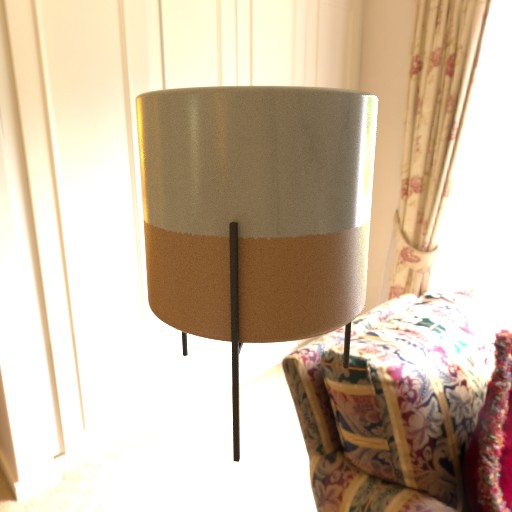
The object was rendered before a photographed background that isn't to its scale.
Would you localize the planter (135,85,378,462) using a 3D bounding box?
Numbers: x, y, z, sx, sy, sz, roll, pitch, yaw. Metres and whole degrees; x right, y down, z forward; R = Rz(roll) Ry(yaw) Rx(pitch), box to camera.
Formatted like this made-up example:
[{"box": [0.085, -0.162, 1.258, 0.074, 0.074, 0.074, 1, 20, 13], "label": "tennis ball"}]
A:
[{"box": [0.000, 0.000, 0.706, 0.348, 0.480, 0.360, 2, 16, 8], "label": "planter"}]
